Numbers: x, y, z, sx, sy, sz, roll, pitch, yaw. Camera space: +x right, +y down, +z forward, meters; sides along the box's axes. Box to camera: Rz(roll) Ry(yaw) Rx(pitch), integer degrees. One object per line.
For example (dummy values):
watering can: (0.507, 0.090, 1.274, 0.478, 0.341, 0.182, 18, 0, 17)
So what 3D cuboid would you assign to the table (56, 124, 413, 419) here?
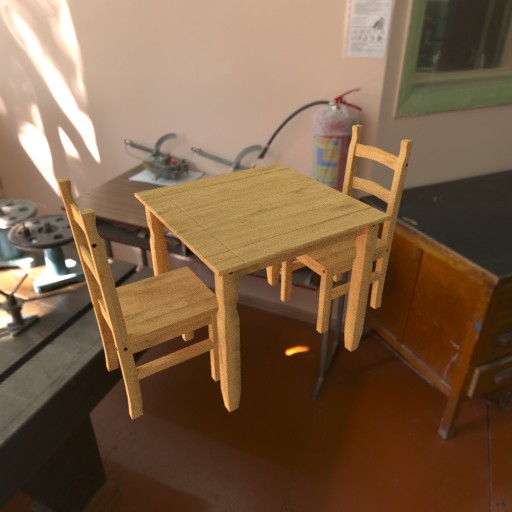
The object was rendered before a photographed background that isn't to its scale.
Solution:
table: (0.000, 0.000, 2.074, 1.501, 0.942, 0.813, -18, 35, -28)
